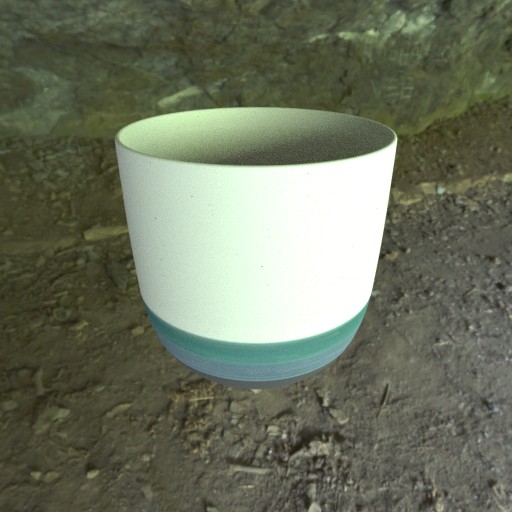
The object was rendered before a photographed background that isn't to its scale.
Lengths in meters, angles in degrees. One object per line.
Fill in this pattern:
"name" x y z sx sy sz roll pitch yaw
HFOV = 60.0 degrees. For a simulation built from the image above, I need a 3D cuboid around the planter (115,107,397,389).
"planter" 0.000 0.000 0.380 0.204 0.214 0.204 0 27 0
